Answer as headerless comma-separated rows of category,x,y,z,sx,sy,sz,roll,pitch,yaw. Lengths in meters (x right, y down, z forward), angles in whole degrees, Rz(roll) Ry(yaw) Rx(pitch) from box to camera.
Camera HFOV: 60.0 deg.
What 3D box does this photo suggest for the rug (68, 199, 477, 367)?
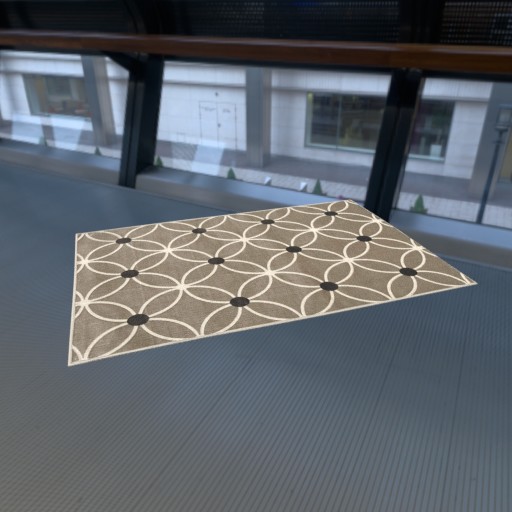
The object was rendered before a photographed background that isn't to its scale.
rug,0.000,0.000,2.943,2.284,0.008,1.522,-9,29,-16
